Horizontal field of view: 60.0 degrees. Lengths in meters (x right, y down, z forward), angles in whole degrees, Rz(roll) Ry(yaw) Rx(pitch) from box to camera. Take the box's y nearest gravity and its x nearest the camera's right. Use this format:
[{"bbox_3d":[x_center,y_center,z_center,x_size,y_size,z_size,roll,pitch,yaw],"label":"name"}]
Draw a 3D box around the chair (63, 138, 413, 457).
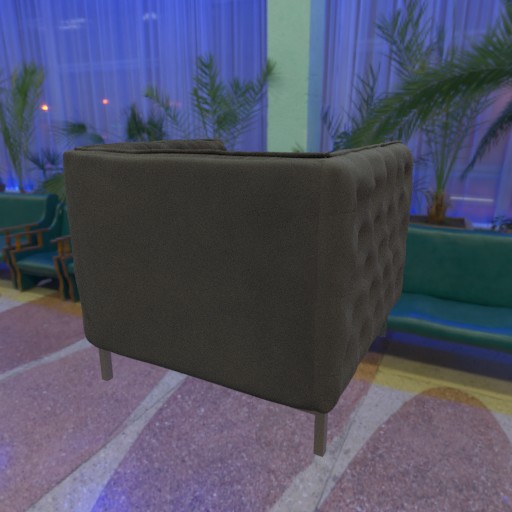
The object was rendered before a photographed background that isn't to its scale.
[{"bbox_3d":[0.000,0.000,1.617,0.946,0.807,0.913,9,19,26],"label":"chair"}]
